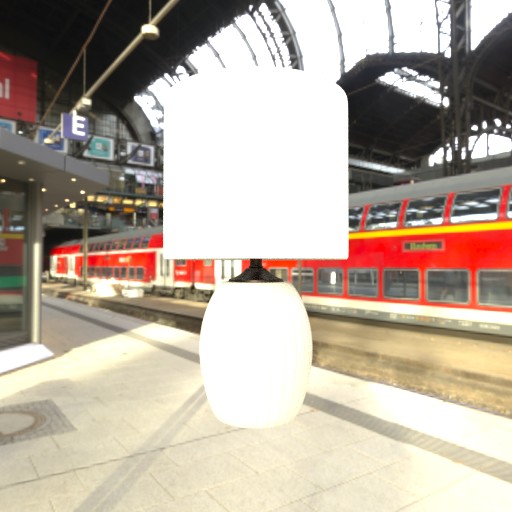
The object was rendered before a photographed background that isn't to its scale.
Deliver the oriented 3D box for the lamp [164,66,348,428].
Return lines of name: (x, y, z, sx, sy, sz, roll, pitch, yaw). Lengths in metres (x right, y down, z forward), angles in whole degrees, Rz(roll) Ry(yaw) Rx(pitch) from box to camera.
lamp: (0.000, 0.000, 0.804, 0.328, 0.570, 0.328, 0, -1, 0)
